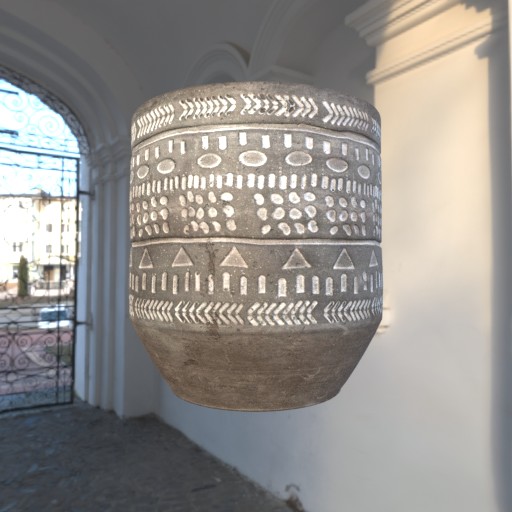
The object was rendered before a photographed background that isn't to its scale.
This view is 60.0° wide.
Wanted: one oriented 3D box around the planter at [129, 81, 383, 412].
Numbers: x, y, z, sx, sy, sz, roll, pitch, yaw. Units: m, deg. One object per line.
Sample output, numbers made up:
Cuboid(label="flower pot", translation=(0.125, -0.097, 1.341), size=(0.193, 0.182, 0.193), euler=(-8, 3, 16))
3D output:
Cuboid(label="planter", translation=(0.000, 0.000, 0.221), size=(0.122, 0.128, 0.122), euler=(0, -1, 0))
